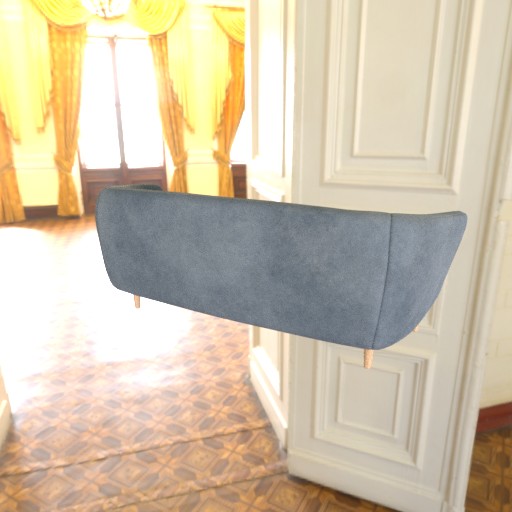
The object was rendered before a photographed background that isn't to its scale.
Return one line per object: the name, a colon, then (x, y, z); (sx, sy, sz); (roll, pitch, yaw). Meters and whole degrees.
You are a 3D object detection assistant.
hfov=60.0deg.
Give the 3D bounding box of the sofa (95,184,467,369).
sofa: (0.000, 0.000, 2.544); (2.095, 0.795, 0.849); (9, 19, 27)
